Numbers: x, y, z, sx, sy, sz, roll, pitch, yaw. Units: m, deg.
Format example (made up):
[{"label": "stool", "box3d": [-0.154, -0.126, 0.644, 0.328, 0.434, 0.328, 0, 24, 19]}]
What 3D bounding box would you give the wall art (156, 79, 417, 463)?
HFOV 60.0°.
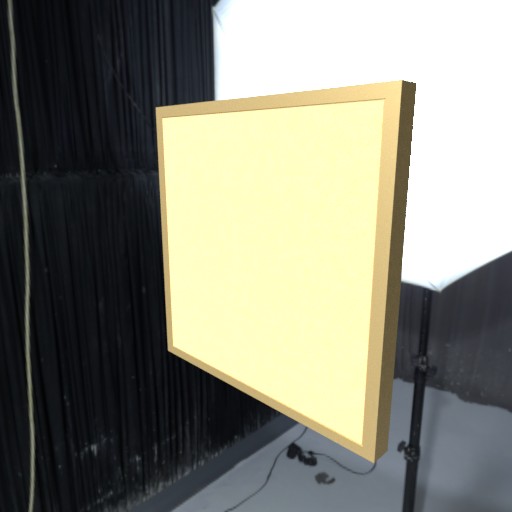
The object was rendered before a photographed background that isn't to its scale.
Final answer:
[{"label": "wall art", "box3d": [0.000, 0.000, 1.901, 1.284, 1.284, 0.095, 13, 19, 43]}]
